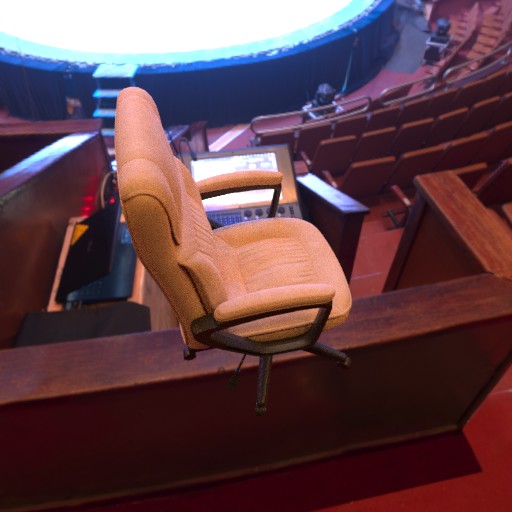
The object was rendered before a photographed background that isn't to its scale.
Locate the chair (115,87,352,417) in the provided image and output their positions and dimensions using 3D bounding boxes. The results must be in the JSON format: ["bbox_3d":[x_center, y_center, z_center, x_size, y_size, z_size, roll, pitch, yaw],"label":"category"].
[{"bbox_3d":[0.000,0.000,1.524,0.724,1.105,0.667,-10,47,-9],"label":"chair"}]
